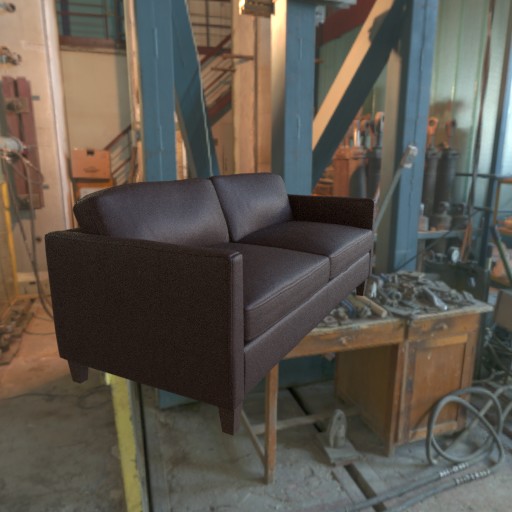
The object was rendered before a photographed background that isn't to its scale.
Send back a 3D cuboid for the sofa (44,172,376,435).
[{"bbox_3d":[0.000,0.000,2.468,0.923,0.863,1.971,7,15,27],"label":"sofa"}]
